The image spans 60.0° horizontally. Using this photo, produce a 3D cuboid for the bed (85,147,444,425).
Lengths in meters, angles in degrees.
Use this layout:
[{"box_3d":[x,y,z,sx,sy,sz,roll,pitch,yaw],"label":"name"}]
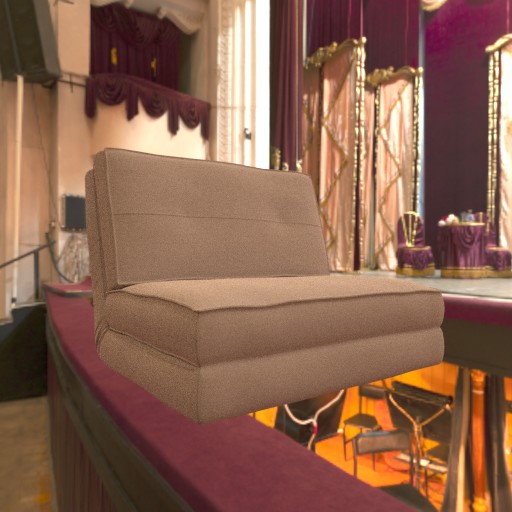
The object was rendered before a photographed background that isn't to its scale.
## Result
[{"box_3d":[0.000,0.000,1.293,0.799,0.614,0.749,0,0,-36],"label":"bed"}]
